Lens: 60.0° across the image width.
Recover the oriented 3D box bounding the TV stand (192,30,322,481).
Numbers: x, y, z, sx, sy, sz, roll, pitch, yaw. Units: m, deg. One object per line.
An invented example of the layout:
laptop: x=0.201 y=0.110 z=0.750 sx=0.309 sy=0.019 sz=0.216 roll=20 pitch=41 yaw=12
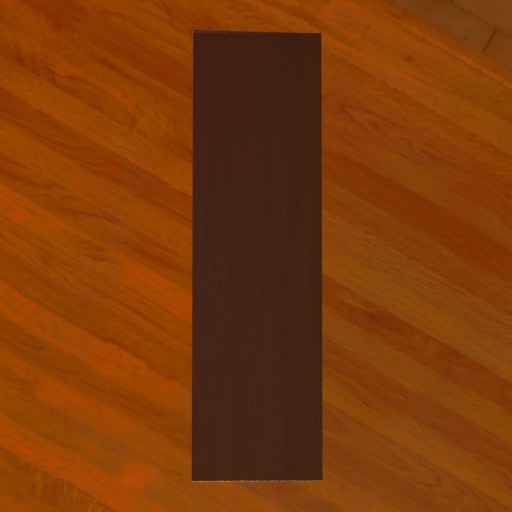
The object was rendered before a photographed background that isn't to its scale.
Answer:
TV stand: x=0.000 y=0.000 z=1.515 sx=0.347 sy=0.681 sz=1.198 roll=0 pitch=89 yaw=-1
